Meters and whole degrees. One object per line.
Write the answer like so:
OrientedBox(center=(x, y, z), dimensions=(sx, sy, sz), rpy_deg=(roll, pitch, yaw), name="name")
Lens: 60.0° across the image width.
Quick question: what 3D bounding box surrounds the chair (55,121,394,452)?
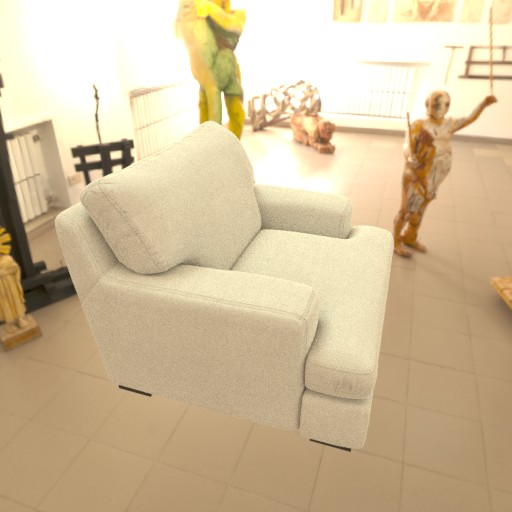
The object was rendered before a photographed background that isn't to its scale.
OrientedBox(center=(0.000, 0.000, 1.964), dimensions=(1.158, 0.930, 1.140), rpy_deg=(9, 31, 16), name="chair")
